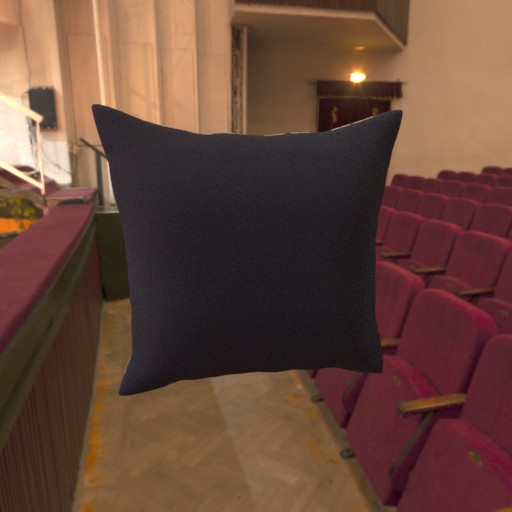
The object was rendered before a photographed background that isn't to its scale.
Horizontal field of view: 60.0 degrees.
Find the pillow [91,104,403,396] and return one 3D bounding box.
[{"bbox_3d":[0.000,0.000,0.769,0.504,0.494,0.188,-2,14,-9],"label":"pillow"}]
